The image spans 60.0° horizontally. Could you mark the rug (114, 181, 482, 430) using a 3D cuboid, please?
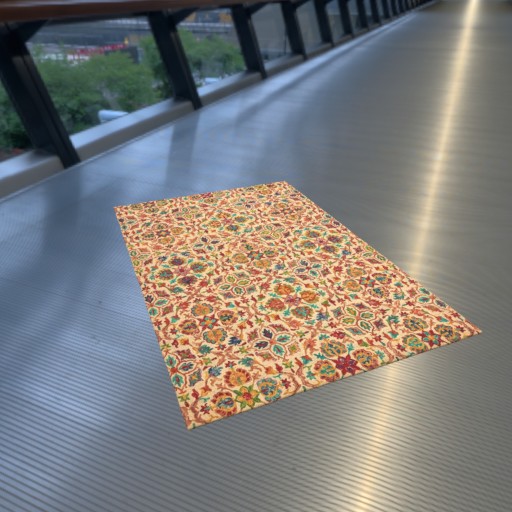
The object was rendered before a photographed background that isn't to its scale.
[{"bbox_3d":[0.000,0.000,2.323,1.226,0.013,1.838,-12,32,-19],"label":"rug"}]
